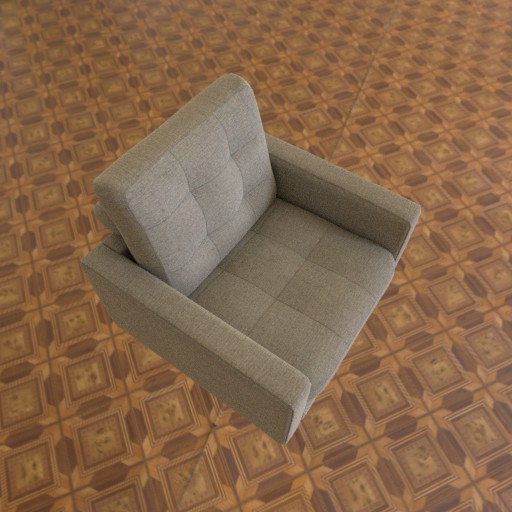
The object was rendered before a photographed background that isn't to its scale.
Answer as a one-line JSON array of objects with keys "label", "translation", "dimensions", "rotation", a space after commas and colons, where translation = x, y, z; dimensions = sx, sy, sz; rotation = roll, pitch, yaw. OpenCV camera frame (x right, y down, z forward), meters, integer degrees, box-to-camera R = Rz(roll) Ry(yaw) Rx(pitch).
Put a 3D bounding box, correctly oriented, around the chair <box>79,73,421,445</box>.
[{"label": "chair", "translation": [0.000, 0.000, 1.518], "dimensions": [0.843, 0.880, 0.821], "rotation": [30, 61, 19]}]
